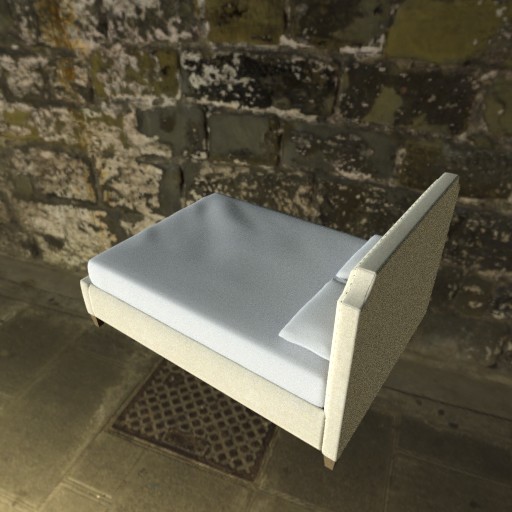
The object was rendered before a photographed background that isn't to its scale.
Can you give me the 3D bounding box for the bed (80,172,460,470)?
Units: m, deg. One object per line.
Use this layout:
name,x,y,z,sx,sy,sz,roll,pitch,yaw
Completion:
bed,0.000,0.000,3.491,2.381,1.457,1.713,21,38,29
